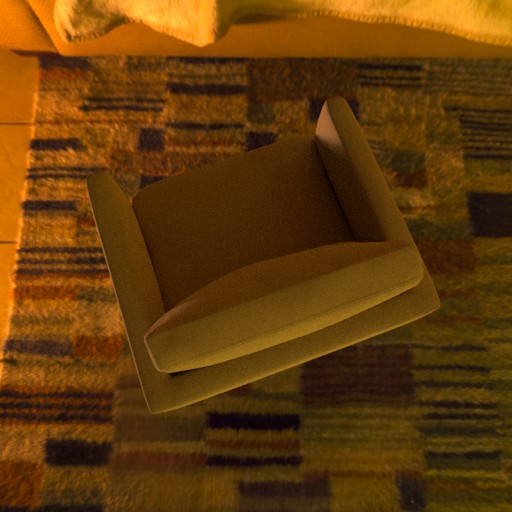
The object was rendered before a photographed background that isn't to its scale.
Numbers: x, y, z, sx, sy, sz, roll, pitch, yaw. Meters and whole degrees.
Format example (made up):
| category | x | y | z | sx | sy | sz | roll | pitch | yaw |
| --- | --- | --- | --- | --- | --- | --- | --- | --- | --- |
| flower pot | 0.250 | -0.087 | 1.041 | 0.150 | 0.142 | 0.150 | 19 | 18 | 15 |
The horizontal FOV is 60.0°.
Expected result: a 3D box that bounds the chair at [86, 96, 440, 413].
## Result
| category | x | y | z | sx | sy | sz | roll | pitch | yaw |
| --- | --- | --- | --- | --- | --- | --- | --- | --- | --- |
| chair | 0.000 | 0.000 | 1.890 | 1.107 | 0.961 | 0.959 | -19 | 76 | -5 |
